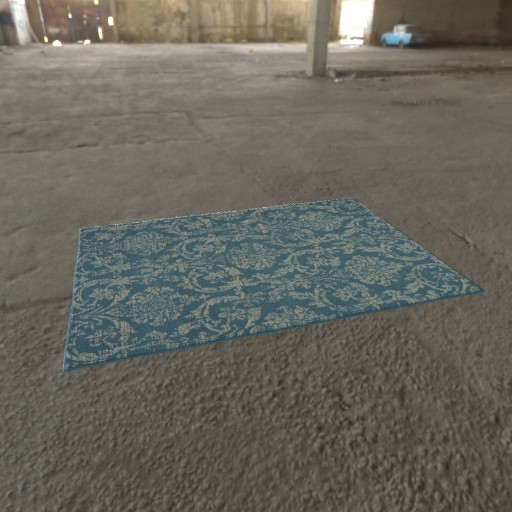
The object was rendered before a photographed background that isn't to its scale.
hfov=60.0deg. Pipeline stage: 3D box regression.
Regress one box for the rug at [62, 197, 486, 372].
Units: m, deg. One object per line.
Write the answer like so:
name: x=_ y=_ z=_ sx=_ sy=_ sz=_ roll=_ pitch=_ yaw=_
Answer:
rug: x=0.000 y=0.000 z=2.839 sx=2.205 sy=0.012 sz=1.554 roll=-8 pitch=29 yaw=-15
